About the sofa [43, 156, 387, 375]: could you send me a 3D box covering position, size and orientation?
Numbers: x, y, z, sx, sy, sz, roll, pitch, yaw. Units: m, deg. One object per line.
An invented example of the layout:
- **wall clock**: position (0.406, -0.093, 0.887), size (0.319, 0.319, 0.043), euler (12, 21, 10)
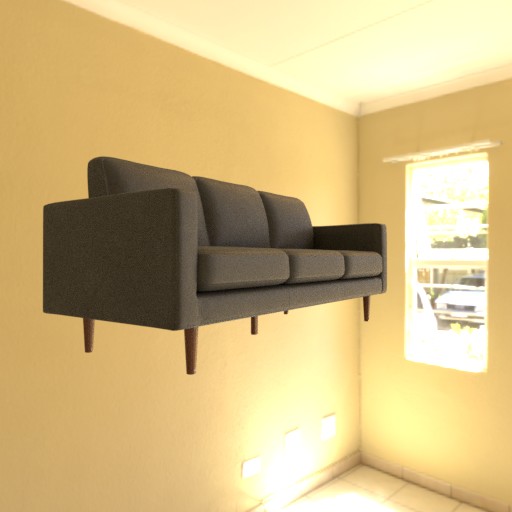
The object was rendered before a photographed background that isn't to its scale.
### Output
- **sofa**: position (0.000, 0.000, 2.535), size (0.879, 0.899, 2.029), euler (0, 0, 36)
